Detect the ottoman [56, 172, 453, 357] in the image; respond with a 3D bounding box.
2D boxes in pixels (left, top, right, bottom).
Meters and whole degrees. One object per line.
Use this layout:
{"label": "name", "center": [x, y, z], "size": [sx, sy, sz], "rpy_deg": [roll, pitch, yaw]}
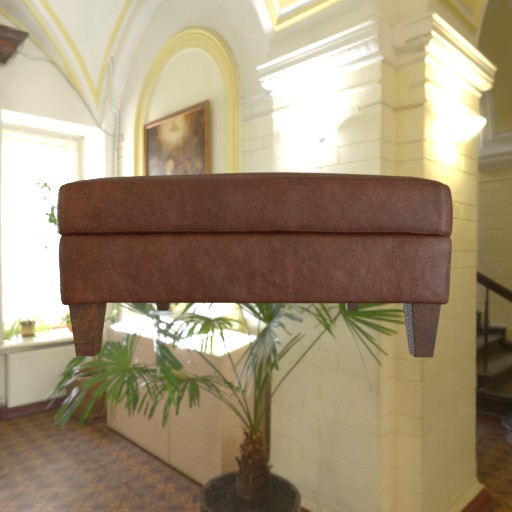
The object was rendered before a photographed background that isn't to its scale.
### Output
{"label": "ottoman", "center": [0.000, 0.000, 1.305], "size": [0.836, 0.415, 0.844], "rpy_deg": [0, 0, 1]}
